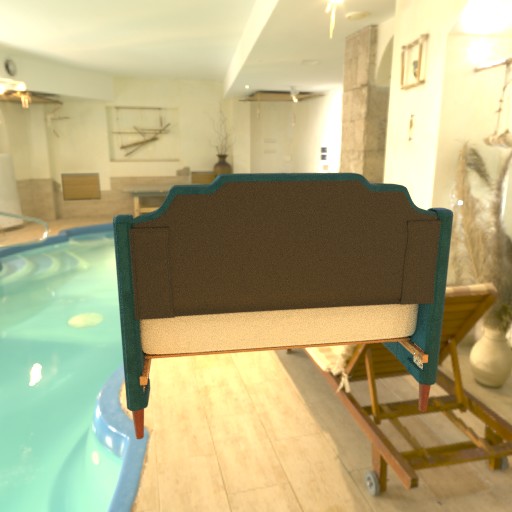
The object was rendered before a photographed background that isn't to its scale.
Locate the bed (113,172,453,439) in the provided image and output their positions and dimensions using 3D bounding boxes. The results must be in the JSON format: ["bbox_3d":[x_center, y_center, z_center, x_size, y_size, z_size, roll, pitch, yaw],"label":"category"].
[{"bbox_3d":[0.000,0.000,3.331,1.678,1.338,2.322,-2,14,-9],"label":"bed"}]
